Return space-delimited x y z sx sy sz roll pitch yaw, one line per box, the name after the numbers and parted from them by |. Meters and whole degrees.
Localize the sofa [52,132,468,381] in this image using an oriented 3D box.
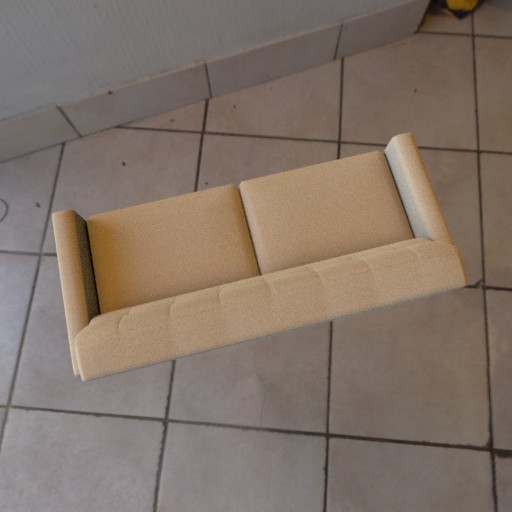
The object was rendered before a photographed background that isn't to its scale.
0.000 0.000 2.580 2.137 0.892 0.980 -13 76 -4 | sofa
